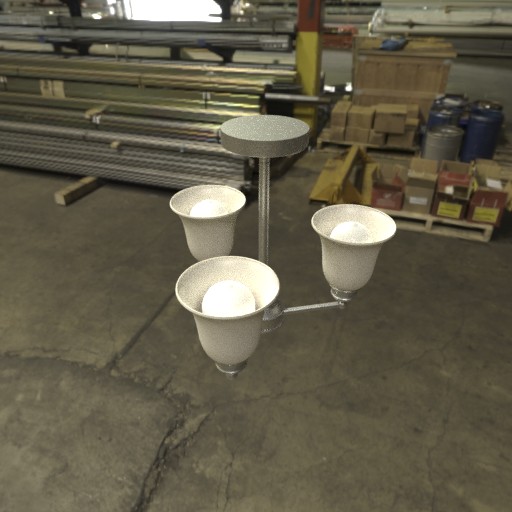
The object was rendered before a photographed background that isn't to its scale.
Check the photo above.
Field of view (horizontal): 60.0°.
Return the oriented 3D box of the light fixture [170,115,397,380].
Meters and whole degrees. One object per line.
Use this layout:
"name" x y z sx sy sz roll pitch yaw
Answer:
"light fixture" 0.000 0.000 0.670 0.388 0.370 0.354 11 34 16
